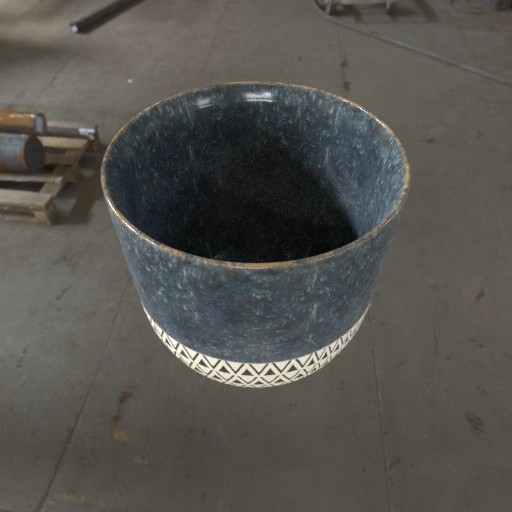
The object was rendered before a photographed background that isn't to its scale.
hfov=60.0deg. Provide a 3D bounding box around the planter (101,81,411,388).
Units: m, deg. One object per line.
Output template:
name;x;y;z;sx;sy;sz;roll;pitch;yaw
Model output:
planter;0.000;0.000;0.488;0.266;0.270;0.266;0;48;0
